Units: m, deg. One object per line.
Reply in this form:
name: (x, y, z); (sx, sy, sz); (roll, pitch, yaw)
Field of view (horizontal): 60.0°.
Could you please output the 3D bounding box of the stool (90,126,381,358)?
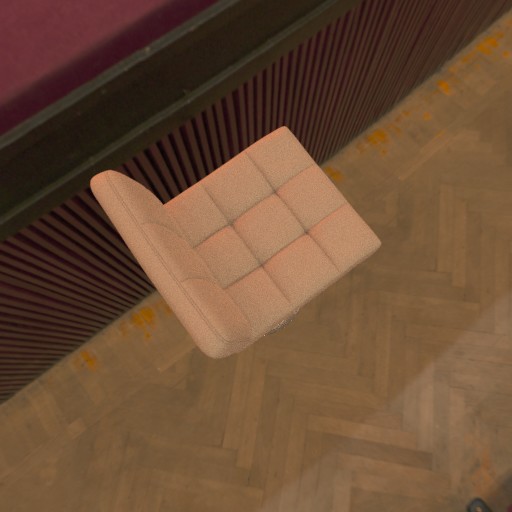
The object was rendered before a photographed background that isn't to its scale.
stool: (0.000, 0.000, 1.351); (0.505, 1.115, 0.430); (-35, 79, -8)
